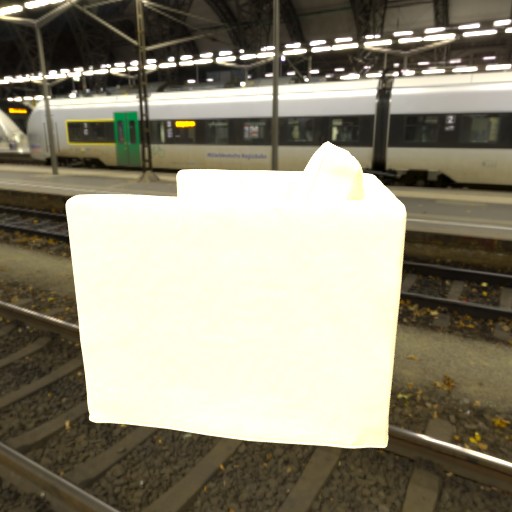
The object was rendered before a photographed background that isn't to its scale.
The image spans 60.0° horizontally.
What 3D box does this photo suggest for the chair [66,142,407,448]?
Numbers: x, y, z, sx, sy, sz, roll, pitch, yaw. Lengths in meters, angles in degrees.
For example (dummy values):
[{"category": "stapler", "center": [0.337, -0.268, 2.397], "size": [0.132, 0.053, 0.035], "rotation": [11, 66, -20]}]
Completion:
[{"category": "chair", "center": [0.000, 0.000, 1.711], "size": [0.947, 0.851, 1.057], "rotation": [2, 16, 9]}]
